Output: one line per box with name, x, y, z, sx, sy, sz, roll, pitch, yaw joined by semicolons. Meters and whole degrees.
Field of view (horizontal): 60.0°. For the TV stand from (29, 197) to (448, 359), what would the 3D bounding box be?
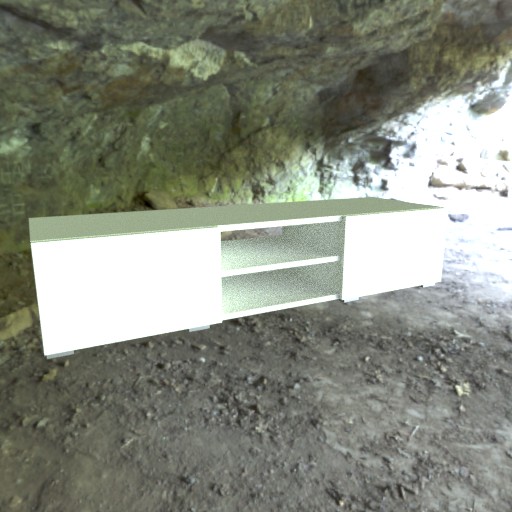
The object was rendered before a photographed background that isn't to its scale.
TV stand;0.000;0.000;1.564;1.400;0.310;0.420;-7;15;-26
